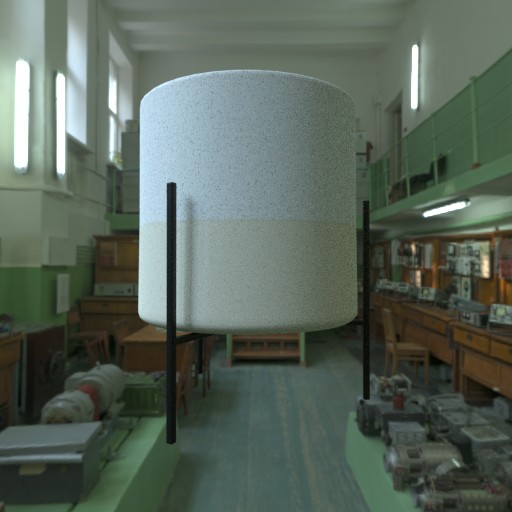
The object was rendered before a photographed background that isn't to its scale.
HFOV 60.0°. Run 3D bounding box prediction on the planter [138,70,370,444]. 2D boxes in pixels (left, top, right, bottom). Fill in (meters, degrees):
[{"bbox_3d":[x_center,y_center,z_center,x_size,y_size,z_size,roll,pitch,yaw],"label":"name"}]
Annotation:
[{"bbox_3d":[0.000,0.000,0.653,0.335,0.423,0.313,0,0,-2],"label":"planter"}]
